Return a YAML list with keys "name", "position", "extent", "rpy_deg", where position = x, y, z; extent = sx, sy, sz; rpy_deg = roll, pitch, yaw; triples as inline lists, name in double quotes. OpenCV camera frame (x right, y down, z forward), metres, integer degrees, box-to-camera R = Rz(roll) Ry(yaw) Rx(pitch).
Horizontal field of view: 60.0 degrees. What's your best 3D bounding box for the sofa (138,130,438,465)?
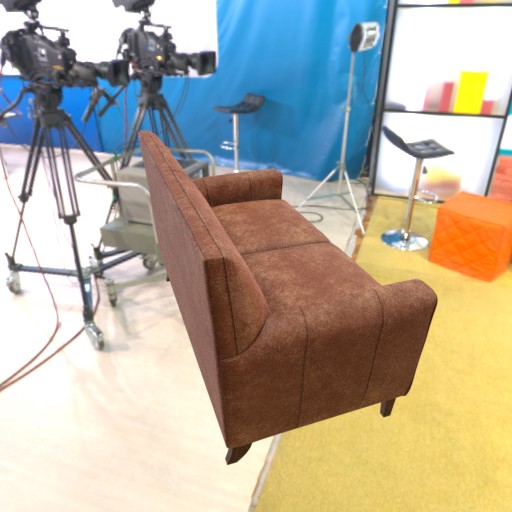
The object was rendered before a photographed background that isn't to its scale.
- name: "sofa"
  position: [0.000, 0.000, 1.998]
  extent: [0.787, 0.871, 1.473]
  rpy_deg: [-9, 30, -17]
